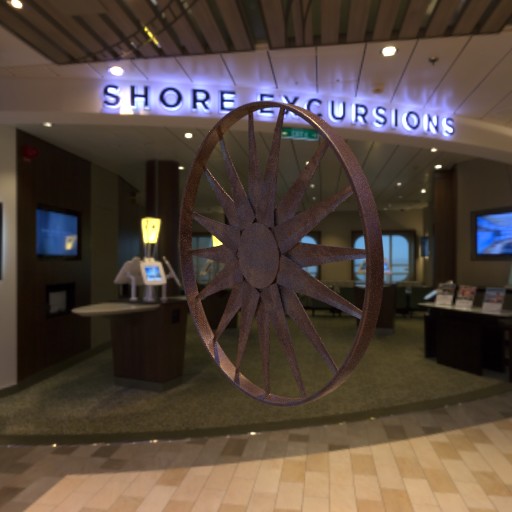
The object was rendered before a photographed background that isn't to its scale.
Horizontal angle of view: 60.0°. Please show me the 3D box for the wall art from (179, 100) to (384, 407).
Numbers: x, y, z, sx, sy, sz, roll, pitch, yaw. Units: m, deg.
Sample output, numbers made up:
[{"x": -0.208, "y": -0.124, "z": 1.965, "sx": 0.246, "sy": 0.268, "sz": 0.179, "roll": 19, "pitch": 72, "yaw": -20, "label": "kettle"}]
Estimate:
[{"x": 0.000, "y": 0.000, "z": 0.878, "sx": 0.084, "sy": 0.583, "sz": 0.582, "roll": 0, "pitch": 0, "yaw": -37, "label": "wall art"}]
